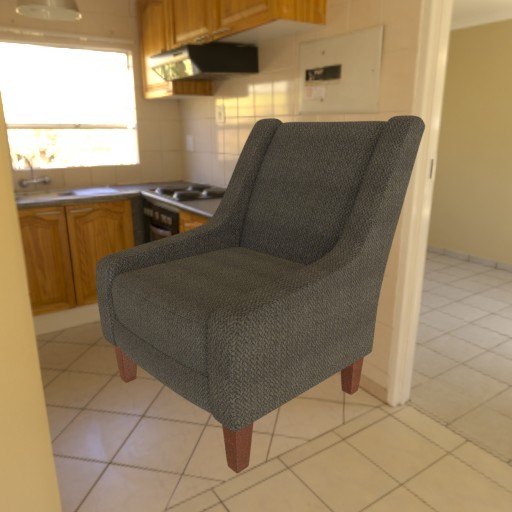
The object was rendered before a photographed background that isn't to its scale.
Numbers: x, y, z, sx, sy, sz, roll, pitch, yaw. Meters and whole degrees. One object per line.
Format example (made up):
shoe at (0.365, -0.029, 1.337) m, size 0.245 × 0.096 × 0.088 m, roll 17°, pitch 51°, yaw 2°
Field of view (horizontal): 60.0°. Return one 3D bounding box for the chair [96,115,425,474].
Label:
chair at (0.000, 0.000, 1.670) m, size 0.944 × 1.012 × 0.793 m, roll -15°, pitch 22°, yaw -42°
